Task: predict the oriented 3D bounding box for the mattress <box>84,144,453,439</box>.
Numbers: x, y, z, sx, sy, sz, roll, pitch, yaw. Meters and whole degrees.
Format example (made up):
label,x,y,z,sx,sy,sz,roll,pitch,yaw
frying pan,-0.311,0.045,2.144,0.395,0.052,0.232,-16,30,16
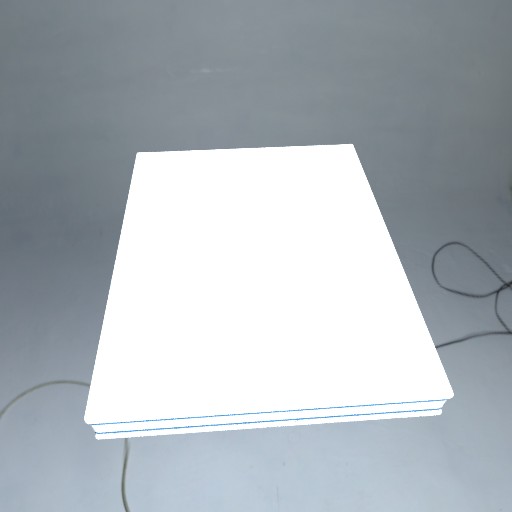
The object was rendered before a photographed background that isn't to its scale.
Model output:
label,x,y,z,sx,sy,sz,roll,pitch,yaw
mattress,0.000,0.000,2.663,1.600,0.230,2.000,-3,46,-3
